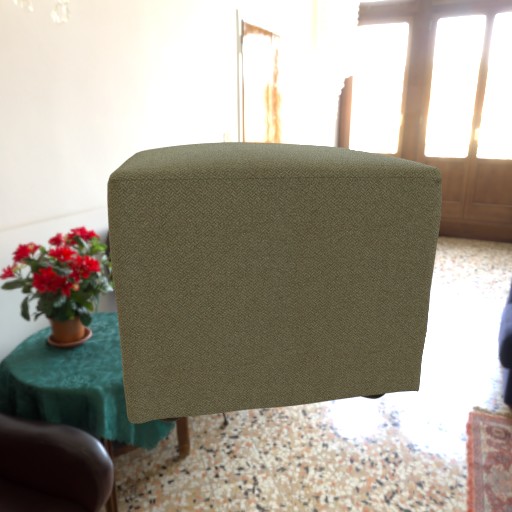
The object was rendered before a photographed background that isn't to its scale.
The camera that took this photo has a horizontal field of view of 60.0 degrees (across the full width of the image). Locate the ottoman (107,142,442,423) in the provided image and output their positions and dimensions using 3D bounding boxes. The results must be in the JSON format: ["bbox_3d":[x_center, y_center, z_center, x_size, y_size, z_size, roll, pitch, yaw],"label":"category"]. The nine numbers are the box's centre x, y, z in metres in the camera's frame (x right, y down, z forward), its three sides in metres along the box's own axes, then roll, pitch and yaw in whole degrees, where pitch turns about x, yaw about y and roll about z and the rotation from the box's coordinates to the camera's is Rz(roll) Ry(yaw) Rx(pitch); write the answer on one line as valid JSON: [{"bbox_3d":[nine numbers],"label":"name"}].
[{"bbox_3d":[0.000,0.000,0.924,0.512,0.453,0.521,-3,17,-10],"label":"ottoman"}]
